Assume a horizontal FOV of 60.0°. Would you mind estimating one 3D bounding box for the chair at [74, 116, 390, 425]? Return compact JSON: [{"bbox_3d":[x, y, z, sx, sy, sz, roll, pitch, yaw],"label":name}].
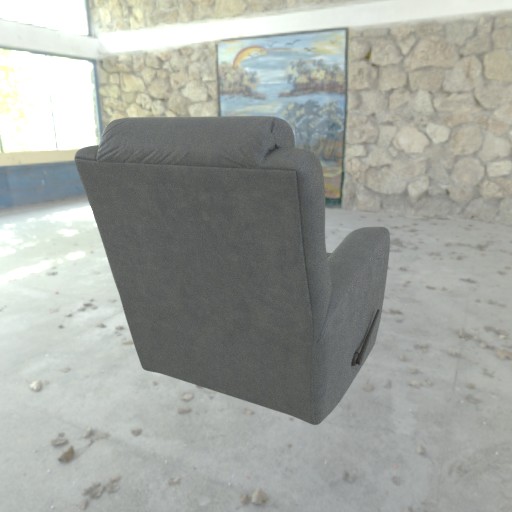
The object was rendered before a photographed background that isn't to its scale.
[{"bbox_3d":[0.000,0.000,1.884,0.967,1.116,1.068,9,18,27],"label":"chair"}]
